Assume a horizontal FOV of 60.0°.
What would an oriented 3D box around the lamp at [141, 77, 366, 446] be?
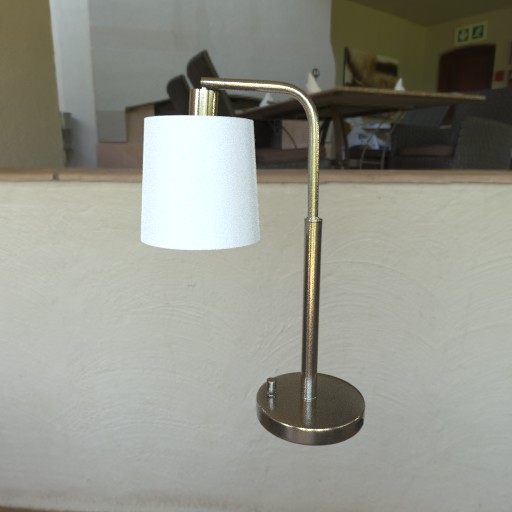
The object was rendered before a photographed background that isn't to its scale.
[{"bbox_3d":[0.000,0.000,0.641,0.333,0.489,0.171,2,13,9],"label":"lamp"}]
